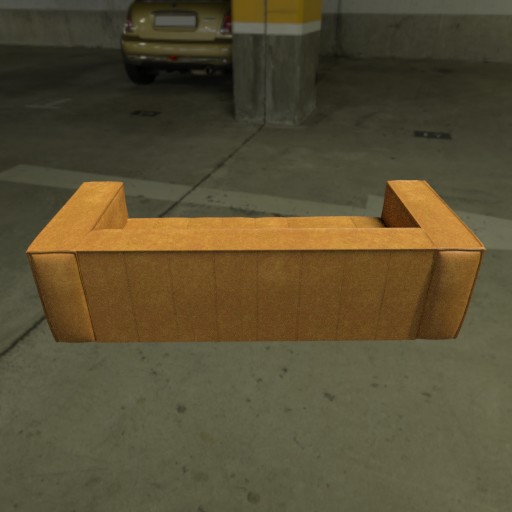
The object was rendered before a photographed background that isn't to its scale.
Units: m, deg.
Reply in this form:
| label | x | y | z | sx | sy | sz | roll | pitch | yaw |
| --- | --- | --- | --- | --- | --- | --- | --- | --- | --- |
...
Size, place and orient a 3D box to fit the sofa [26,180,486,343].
| label | x | y | z | sx | sy | sz | roll | pitch | yaw |
| --- | --- | --- | --- | --- | --- | --- | --- | --- | --- |
| sofa | 0.000 | 0.000 | 3.030 | 2.581 | 0.701 | 1.102 | 0 | 31 | -1 |
